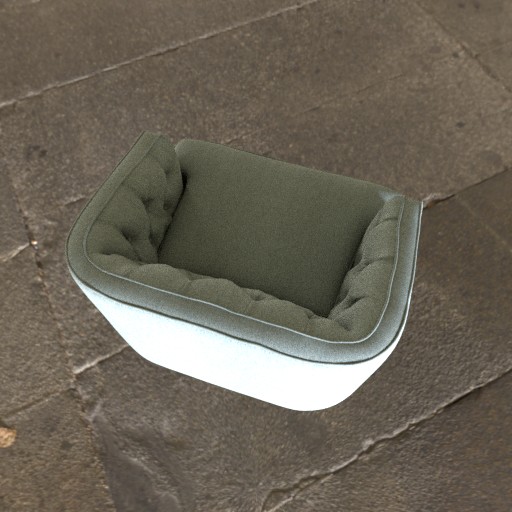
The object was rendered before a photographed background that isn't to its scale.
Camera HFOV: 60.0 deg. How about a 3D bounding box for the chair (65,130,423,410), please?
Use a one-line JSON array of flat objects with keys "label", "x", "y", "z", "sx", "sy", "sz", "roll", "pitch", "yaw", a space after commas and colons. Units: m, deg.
[{"label": "chair", "x": 0.000, "y": 0.000, "z": 1.748, "sx": 1.094, "sy": 0.852, "sz": 0.945, "roll": 16, "pitch": 63, "yaw": 8}]
